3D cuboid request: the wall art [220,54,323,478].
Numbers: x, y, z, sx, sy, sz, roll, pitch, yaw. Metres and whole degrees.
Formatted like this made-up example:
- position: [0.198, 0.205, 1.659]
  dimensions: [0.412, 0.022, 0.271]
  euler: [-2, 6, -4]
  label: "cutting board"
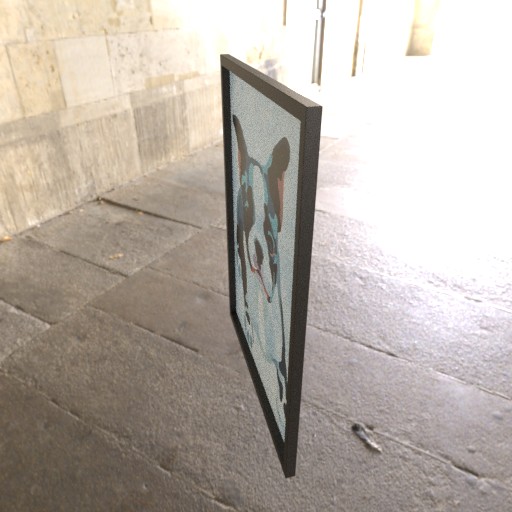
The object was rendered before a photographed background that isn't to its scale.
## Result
- position: [0.000, 0.000, 1.328]
  dimensions: [0.030, 1.027, 0.774]
  euler: [-8, 31, -13]
  label: "wall art"
